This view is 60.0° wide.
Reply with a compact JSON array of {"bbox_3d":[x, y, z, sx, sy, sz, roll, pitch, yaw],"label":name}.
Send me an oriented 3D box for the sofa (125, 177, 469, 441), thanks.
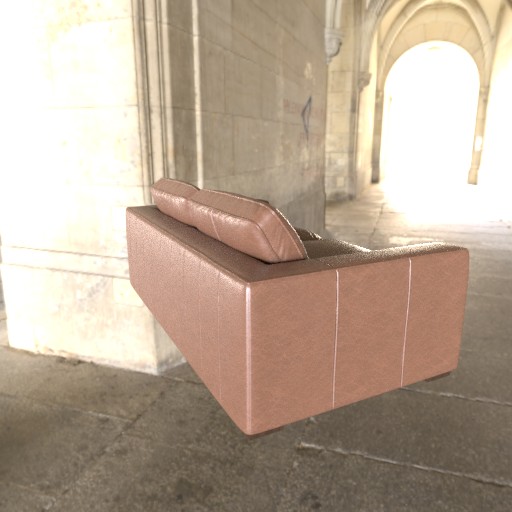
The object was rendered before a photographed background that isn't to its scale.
[{"bbox_3d":[0.000,0.000,2.455,1.070,0.800,1.920,-7,16,-26],"label":"sofa"}]
